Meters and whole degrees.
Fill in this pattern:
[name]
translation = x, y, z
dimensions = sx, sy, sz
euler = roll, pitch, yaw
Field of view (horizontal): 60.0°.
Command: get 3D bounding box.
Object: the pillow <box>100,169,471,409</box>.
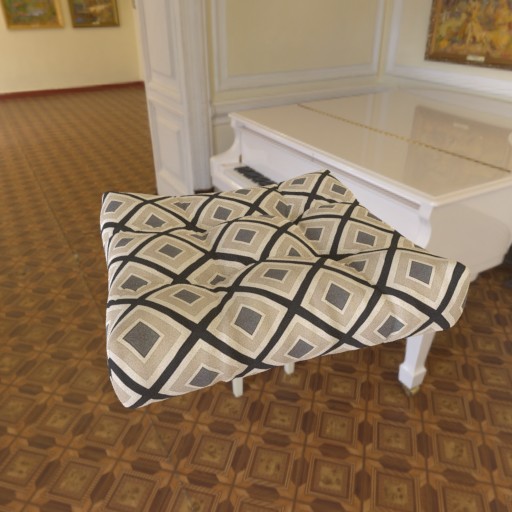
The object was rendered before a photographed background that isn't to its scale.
[pillow]
translation = 0.000, 0.000, 0.742
dimensions = 0.490, 0.128, 0.468
euler = -9, 32, -15
